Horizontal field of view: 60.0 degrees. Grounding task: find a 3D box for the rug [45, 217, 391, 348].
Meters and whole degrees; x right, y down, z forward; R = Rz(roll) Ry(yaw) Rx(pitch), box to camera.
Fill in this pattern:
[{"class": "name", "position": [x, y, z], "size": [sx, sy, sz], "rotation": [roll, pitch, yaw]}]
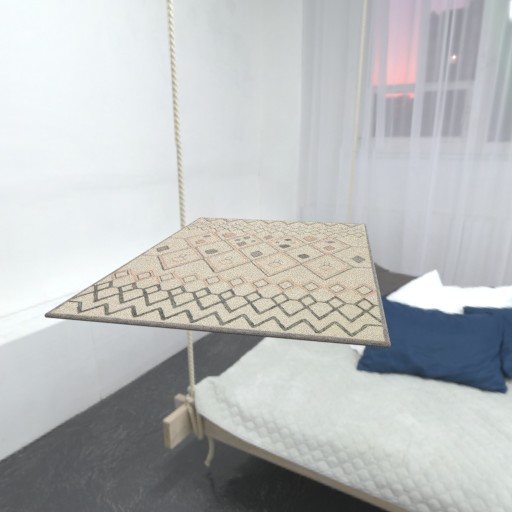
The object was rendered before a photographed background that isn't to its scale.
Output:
[{"class": "rug", "position": [0.000, 0.000, 2.364], "size": [1.219, 0.016, 1.829], "rotation": [3, 17, 11]}]
